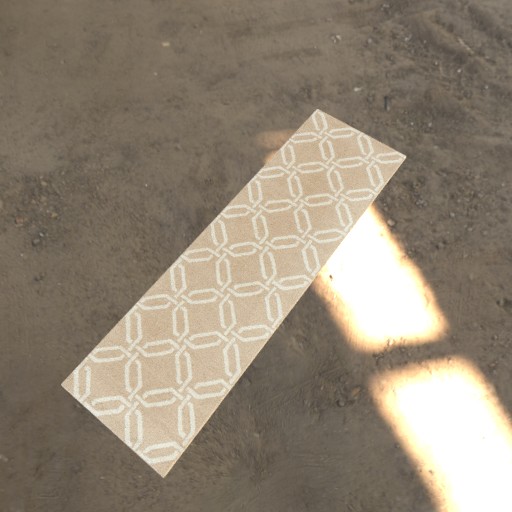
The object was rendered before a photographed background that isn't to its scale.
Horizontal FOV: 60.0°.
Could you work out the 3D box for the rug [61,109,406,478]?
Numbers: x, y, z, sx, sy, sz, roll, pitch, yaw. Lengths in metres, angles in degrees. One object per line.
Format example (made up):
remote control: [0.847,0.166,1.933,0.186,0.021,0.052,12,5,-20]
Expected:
rug: [0.000,0.000,2.485,0.678,0.014,2.276,34,68,16]
